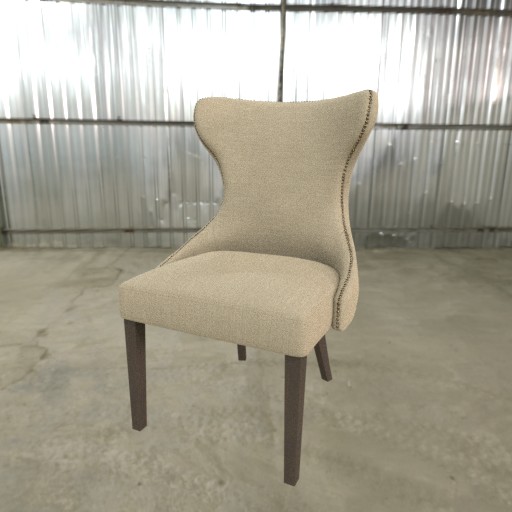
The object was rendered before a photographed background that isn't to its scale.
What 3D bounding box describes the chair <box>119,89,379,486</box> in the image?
[{"bbox_3d":[0.000,0.000,1.341,0.628,0.967,0.635,7,16,26],"label":"chair"}]
